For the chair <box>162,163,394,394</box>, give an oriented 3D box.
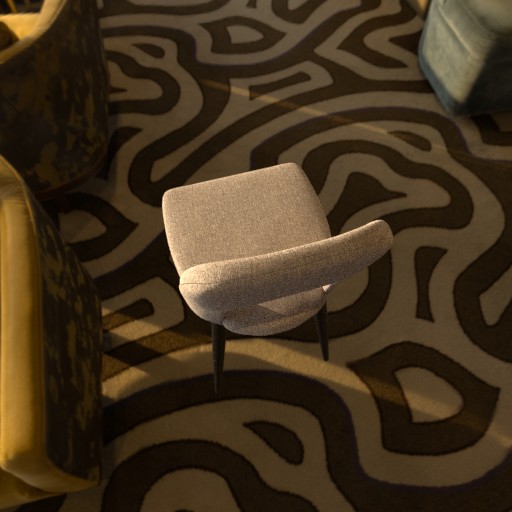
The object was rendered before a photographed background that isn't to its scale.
[{"bbox_3d":[0.000,0.000,1.282,0.470,0.931,0.612,-14,60,-8],"label":"chair"}]
